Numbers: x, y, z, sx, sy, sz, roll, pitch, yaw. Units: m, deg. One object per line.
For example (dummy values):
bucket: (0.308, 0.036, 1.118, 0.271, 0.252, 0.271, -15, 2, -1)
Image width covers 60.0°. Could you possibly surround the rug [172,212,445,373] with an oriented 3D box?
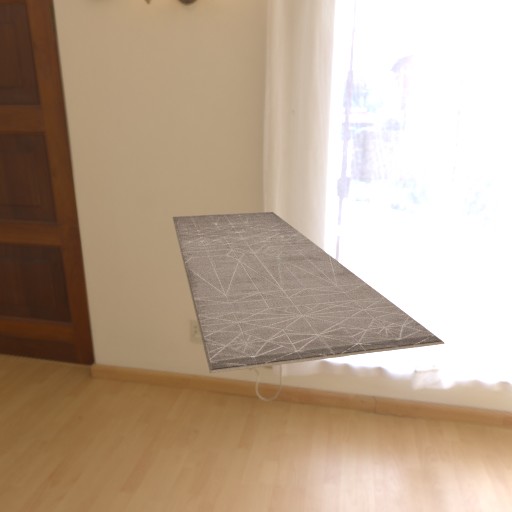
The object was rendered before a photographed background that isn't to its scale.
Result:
rug: (0.000, 0.000, 2.639, 0.864, 0.012, 2.388, -4, 18, -12)
